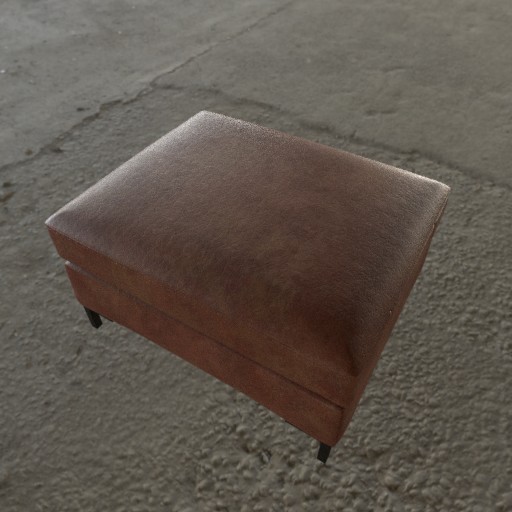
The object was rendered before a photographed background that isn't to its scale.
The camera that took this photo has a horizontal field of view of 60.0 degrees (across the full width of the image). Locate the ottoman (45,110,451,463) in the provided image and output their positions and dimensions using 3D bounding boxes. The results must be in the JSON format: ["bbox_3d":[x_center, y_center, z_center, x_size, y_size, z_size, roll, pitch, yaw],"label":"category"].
[{"bbox_3d":[0.000,0.000,1.799,1.186,0.667,0.965,23,50,21],"label":"ottoman"}]
